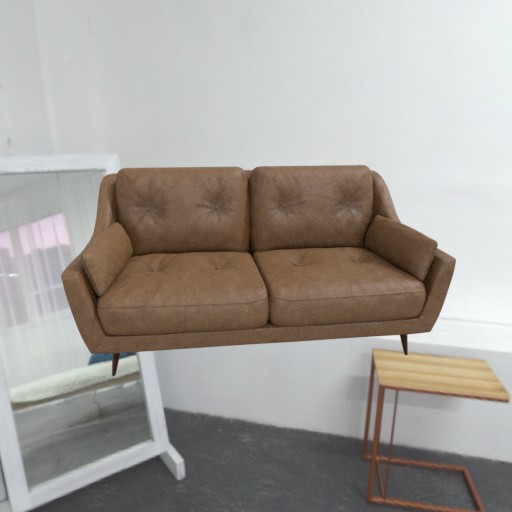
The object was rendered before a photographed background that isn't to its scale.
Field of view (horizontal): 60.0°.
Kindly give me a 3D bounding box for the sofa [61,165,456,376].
[{"bbox_3d":[0.000,0.000,2.365,1.731,0.886,0.981,-2,17,-7],"label":"sofa"}]
